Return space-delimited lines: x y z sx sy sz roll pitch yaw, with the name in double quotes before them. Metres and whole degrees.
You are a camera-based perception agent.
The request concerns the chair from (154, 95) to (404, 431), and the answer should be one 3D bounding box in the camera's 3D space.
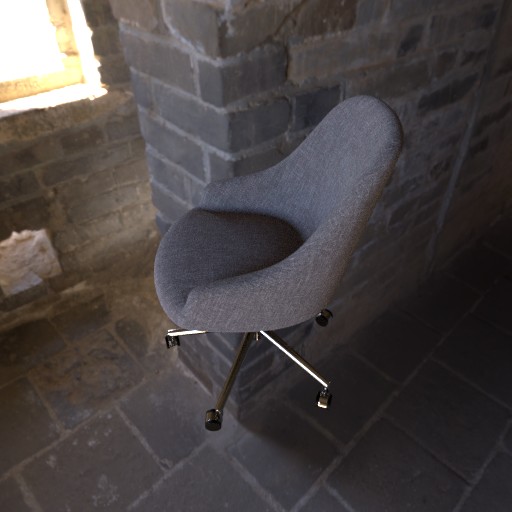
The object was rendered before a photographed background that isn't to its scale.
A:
"chair" 0.000 0.000 1.415 0.712 0.950 0.671 -1 40 -1
